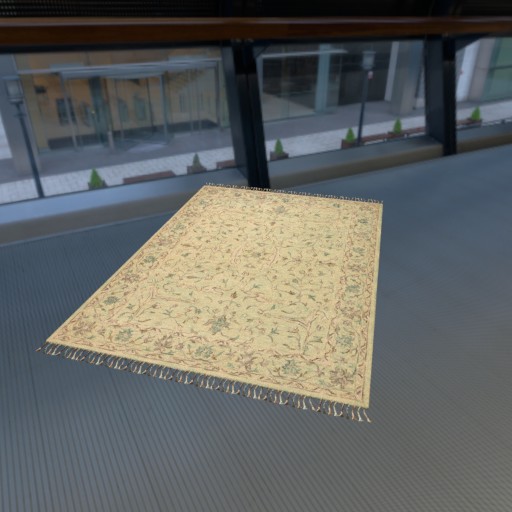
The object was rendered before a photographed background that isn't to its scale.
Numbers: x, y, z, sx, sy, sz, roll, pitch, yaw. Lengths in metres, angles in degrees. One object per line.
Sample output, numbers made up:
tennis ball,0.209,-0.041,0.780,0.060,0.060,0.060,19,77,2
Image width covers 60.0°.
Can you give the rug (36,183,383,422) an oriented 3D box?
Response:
rug,0.000,0.000,2.270,1.247,0.008,1.802,8,31,13
